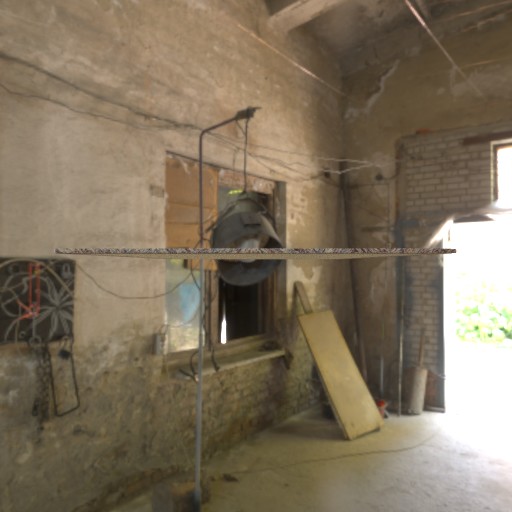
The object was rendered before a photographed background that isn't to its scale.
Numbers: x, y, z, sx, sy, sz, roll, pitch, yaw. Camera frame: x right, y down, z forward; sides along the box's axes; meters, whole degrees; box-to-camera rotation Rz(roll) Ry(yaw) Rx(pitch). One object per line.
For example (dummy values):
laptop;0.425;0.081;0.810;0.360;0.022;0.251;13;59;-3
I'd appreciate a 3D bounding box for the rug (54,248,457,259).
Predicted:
rug;0.000;0.000;2.811;1.523;0.019;2.285;0;-1;0
